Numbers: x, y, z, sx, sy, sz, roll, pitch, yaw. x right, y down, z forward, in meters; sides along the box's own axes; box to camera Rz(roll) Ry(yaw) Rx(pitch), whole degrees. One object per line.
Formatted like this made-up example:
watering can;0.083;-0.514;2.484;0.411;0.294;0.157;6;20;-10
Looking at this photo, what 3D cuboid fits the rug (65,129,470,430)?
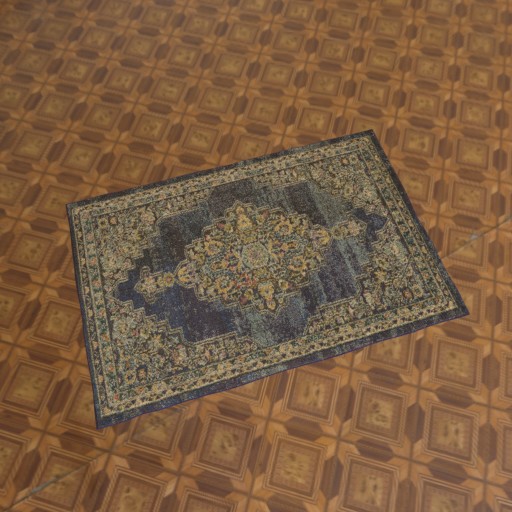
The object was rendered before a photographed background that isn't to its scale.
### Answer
rug;0.000;0.000;2.240;1.781;0.012;1.184;-15;66;-7
